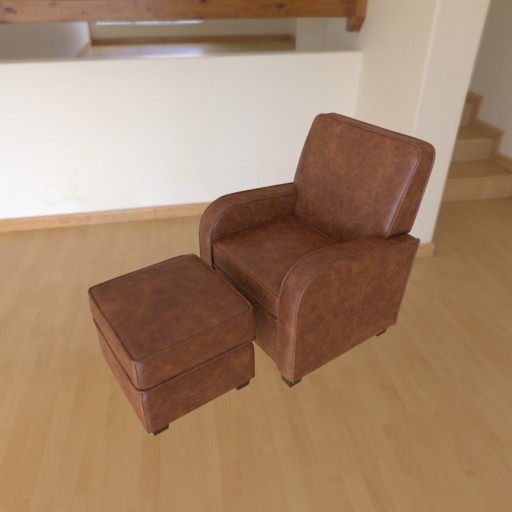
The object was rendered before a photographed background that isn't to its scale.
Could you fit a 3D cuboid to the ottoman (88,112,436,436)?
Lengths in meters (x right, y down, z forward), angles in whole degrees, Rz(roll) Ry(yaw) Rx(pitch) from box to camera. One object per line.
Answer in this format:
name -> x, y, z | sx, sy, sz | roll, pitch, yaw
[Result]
ottoman -> 0.000, 0.000, 1.861 | 1.314, 0.904, 0.732 | -21, 38, -29
